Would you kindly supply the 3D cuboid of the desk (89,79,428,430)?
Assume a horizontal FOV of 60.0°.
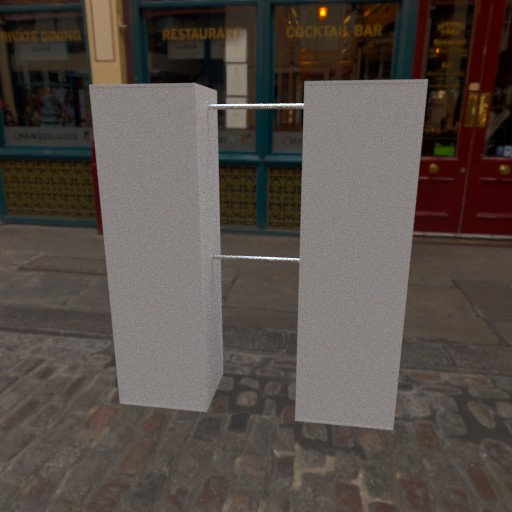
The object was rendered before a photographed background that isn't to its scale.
[{"bbox_3d":[0.000,0.000,2.790,1.770,2.000,0.480,2,16,9],"label":"desk"}]
